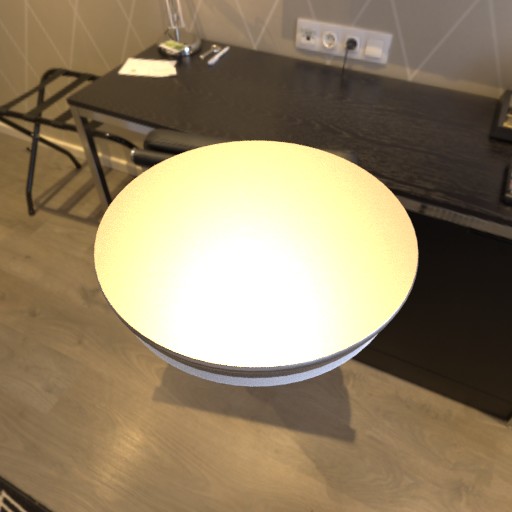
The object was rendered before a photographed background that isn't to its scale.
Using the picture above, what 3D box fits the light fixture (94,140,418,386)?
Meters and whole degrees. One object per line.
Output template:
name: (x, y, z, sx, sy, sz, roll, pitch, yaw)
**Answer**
light fixture: (0.000, 0.000, 0.551, 0.368, 0.100, 0.368, 0, 46, 0)
